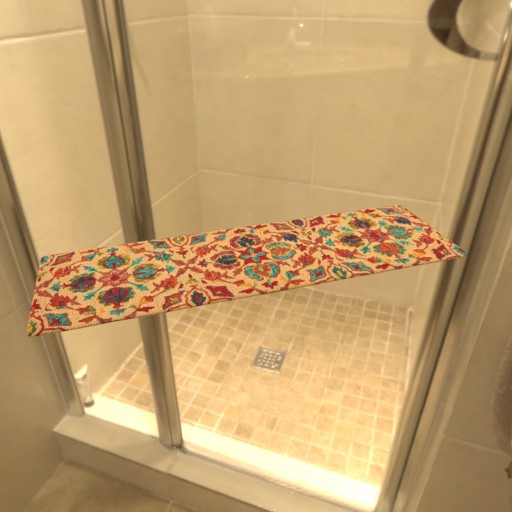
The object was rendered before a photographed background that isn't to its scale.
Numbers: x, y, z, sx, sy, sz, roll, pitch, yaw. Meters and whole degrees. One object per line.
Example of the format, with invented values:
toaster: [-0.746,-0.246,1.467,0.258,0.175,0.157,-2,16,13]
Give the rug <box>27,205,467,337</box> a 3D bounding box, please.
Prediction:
rug: [0.000,0.000,2.459,2.273,0.016,0.693,-9,33,-15]
